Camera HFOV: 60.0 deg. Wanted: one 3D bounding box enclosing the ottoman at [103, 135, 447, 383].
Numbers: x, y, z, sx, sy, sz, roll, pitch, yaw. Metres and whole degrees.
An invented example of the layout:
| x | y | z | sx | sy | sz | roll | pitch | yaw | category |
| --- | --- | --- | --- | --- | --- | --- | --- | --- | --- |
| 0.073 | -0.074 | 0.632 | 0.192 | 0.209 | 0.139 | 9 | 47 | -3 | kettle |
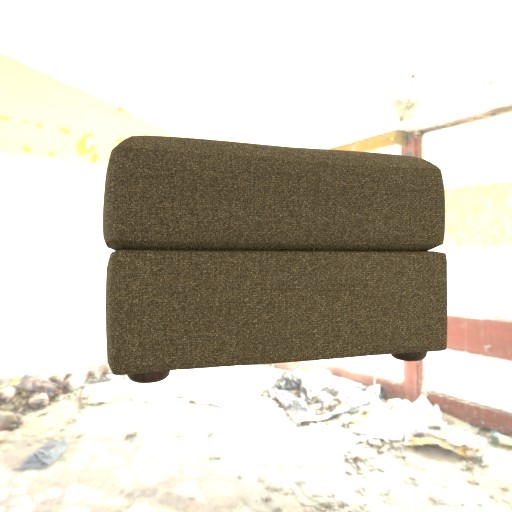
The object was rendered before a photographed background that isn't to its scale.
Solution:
| x | y | z | sx | sy | sz | roll | pitch | yaw | category |
| --- | --- | --- | --- | --- | --- | --- | --- | --- | --- |
| 0.000 | 0.000 | 1.140 | 0.742 | 0.476 | 0.598 | 0 | 0 | -17 | ottoman |
